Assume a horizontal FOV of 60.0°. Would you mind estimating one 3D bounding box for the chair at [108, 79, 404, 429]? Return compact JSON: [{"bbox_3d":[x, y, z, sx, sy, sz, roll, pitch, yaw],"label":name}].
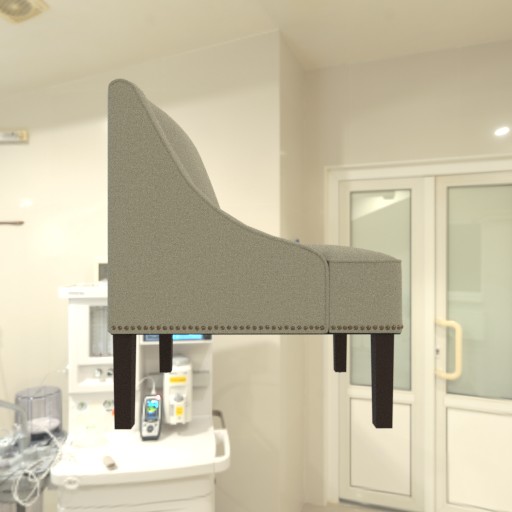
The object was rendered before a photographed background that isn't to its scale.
[{"bbox_3d":[0.000,0.000,1.377,0.737,0.864,0.610,0,0,-1],"label":"chair"}]
